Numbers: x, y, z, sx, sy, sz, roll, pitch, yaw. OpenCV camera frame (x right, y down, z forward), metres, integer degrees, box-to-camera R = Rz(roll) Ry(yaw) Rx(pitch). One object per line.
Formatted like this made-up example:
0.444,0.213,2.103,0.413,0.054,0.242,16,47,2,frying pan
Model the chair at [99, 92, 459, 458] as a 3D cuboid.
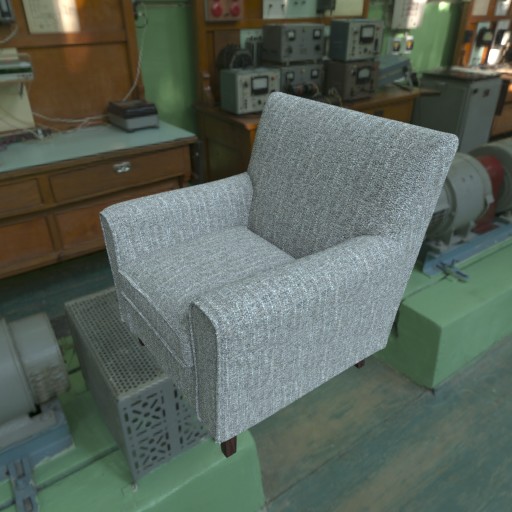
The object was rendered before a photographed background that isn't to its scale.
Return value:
0.000,0.000,1.611,0.873,0.928,0.864,-21,36,-31,chair
